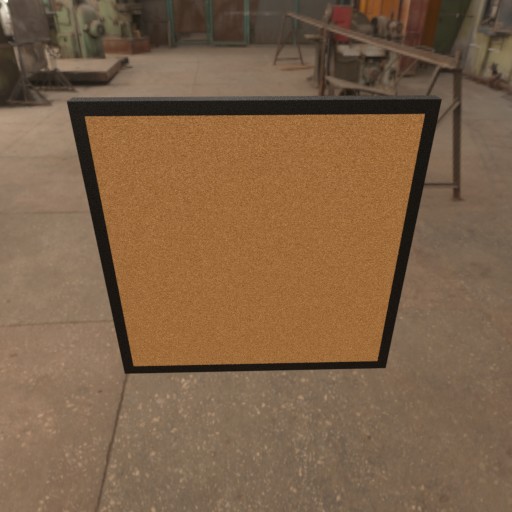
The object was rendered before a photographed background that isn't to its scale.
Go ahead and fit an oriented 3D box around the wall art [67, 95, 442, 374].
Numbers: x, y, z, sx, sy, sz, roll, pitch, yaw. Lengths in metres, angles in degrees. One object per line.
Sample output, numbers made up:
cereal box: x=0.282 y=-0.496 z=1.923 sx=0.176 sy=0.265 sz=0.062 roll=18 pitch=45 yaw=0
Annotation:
wall art: x=0.000 y=0.000 z=1.113 sx=0.762 sy=0.762 sz=0.038 roll=-1 pitch=31 yaw=-1
